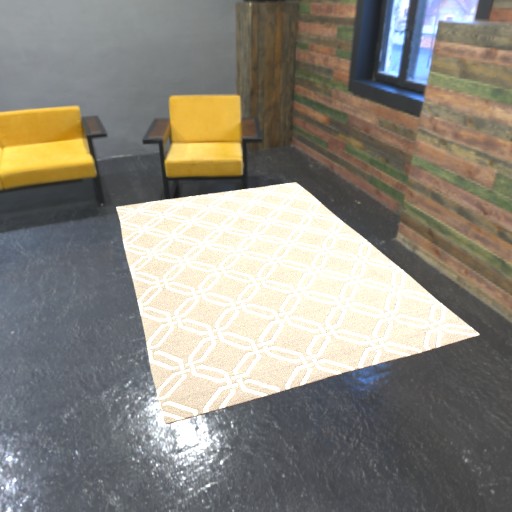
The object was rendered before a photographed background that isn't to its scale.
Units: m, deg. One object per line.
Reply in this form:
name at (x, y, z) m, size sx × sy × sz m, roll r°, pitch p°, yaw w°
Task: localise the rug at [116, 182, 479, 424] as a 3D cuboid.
rug at (0.000, 0.000, 2.758) m, size 1.524 × 0.013 × 2.135 m, roll -11°, pitch 32°, yaw -17°
